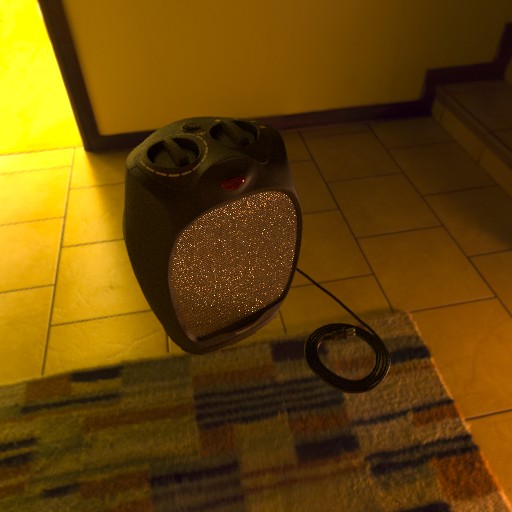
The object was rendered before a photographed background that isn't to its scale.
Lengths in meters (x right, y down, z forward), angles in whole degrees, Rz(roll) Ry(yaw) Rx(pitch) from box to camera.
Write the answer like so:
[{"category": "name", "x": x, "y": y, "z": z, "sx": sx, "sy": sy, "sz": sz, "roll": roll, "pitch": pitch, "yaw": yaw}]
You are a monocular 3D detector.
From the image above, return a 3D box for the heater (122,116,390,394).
[{"category": "heater", "x": 0.000, "y": 0.000, "z": 0.474, "sx": 0.239, "sy": 0.255, "sz": 0.291, "roll": -24, "pitch": 50, "yaw": -22}]
